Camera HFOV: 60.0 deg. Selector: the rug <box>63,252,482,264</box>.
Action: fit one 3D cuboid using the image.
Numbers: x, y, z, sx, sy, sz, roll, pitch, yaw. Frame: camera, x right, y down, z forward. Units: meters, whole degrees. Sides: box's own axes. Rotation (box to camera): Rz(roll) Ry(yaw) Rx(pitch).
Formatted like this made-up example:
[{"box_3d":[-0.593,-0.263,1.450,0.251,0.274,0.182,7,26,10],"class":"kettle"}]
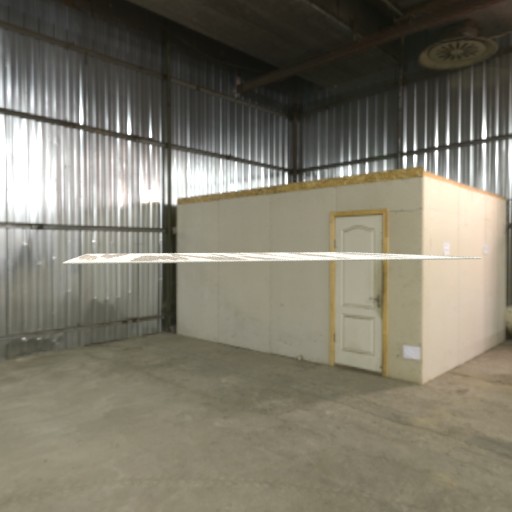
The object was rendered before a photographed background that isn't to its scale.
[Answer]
[{"box_3d":[0.000,0.000,2.856,2.142,0.010,1.533,-1,2,-17],"class":"rug"}]
